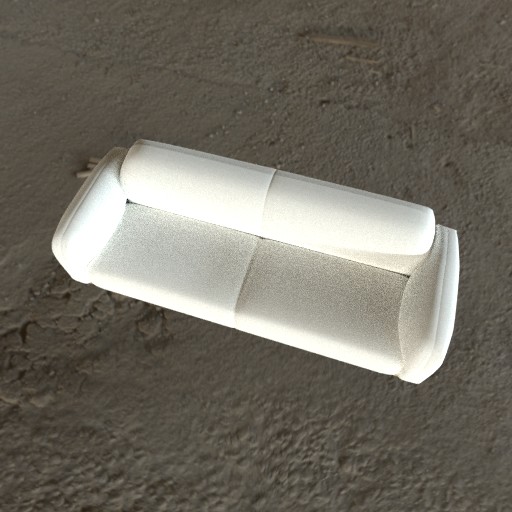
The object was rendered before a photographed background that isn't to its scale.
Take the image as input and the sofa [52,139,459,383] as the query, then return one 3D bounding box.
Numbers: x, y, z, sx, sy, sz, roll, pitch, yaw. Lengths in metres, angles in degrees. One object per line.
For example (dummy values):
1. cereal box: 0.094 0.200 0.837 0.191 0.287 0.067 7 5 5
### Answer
1. sofa: 0.000 0.000 2.706 2.280 0.780 0.870 15 60 9
